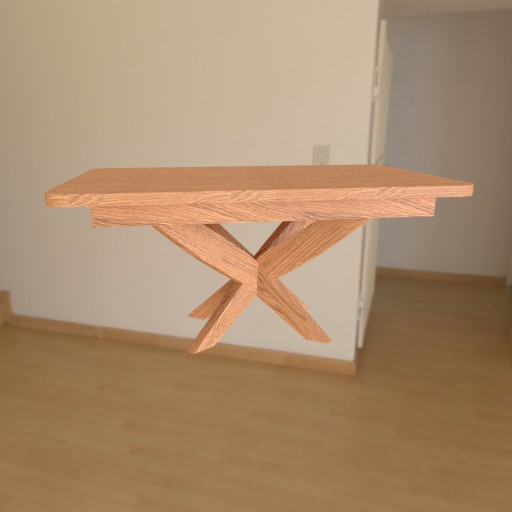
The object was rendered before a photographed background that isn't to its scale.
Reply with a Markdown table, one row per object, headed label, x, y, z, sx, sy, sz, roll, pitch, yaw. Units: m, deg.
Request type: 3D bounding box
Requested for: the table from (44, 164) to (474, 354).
| label | x | y | z | sx | sy | sz | roll | pitch | yaw |
| --- | --- | --- | --- | --- | --- | --- | --- | --- | --- |
| table | 0.000 | 0.000 | 2.138 | 1.600 | 0.770 | 0.950 | -3 | 17 | -9 |
